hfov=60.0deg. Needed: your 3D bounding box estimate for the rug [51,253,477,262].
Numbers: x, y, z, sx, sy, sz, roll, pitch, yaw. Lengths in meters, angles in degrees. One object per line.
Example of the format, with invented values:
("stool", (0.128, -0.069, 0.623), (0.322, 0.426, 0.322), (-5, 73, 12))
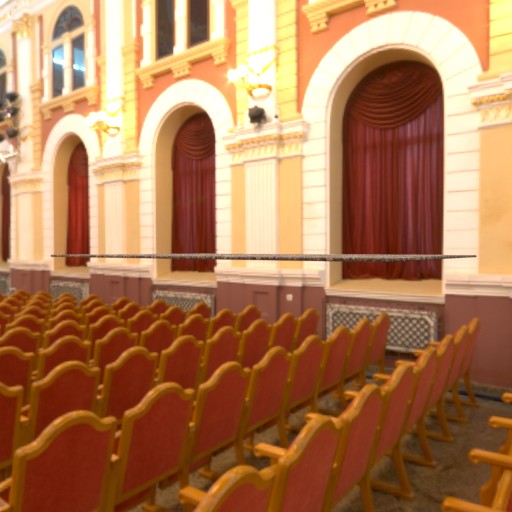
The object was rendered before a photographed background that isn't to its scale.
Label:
("rug", (0.000, 0.000, 2.241), (1.808, 0.011, 1.189), (1, 1, 37))
